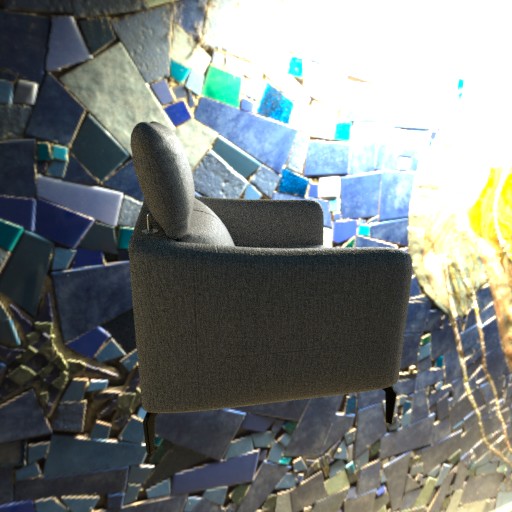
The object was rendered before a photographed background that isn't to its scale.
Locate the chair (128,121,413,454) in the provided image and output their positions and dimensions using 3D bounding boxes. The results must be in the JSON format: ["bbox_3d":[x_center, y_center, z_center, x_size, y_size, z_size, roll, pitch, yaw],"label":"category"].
[{"bbox_3d":[0.000,0.000,1.665,0.835,0.967,0.972,-3,17,-10],"label":"chair"}]
